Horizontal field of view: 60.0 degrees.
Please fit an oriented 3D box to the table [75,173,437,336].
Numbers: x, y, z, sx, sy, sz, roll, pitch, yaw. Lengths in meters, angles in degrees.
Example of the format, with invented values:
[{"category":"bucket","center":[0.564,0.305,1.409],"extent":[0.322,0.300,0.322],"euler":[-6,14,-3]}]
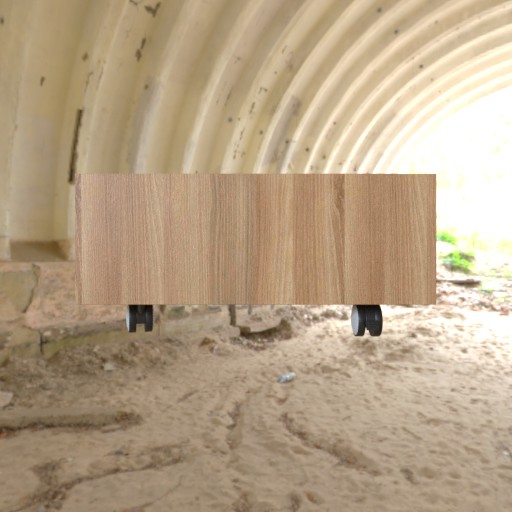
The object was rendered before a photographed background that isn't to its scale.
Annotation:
[{"category":"table","center":[0.000,0.000,1.409],"extent":[0.700,0.330,1.100],"euler":[0,1,0]}]
